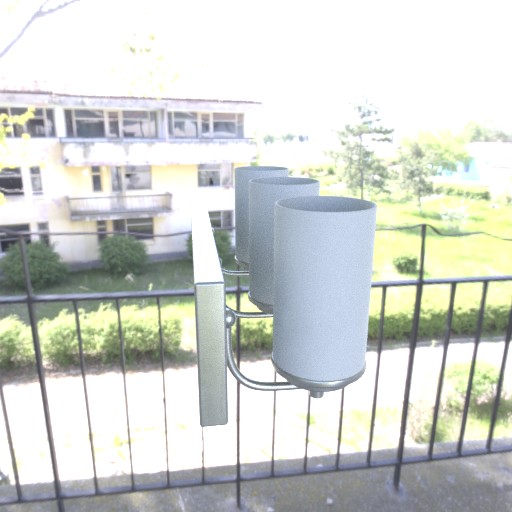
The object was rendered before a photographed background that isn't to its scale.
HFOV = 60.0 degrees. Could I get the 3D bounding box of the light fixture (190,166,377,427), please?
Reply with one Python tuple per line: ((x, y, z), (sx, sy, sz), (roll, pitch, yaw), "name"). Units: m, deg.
((0.000, 0.000, 0.513), (0.145, 0.172, 0.451), (-2, 16, -8), "light fixture")
